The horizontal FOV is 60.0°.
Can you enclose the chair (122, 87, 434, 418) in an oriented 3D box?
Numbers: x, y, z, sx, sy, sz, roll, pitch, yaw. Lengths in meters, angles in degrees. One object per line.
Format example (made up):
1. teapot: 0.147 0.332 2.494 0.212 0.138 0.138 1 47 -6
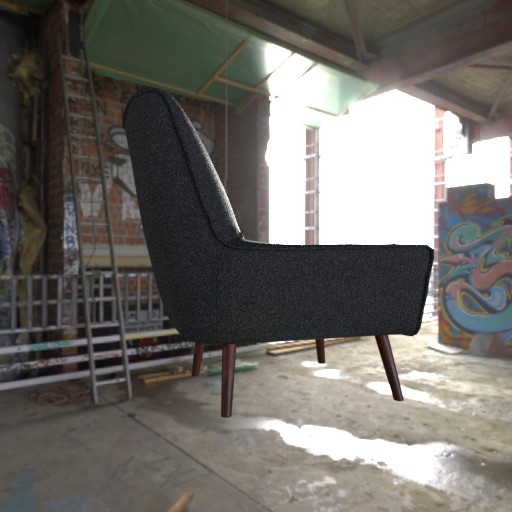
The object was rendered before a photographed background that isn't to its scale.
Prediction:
1. chair: 0.000 0.000 1.482 0.859 0.883 0.763 0 -1 -19
